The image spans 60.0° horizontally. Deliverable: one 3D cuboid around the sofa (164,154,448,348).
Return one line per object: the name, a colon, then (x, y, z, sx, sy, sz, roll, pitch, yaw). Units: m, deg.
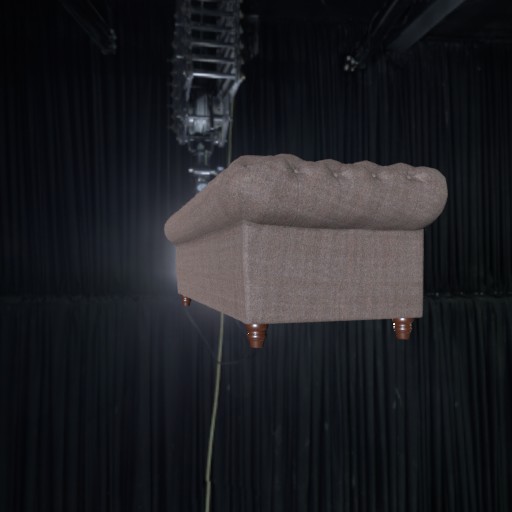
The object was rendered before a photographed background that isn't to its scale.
sofa: (0.000, 0.000, 2.808, 0.944, 0.787, 2.385, 0, -1, -17)
